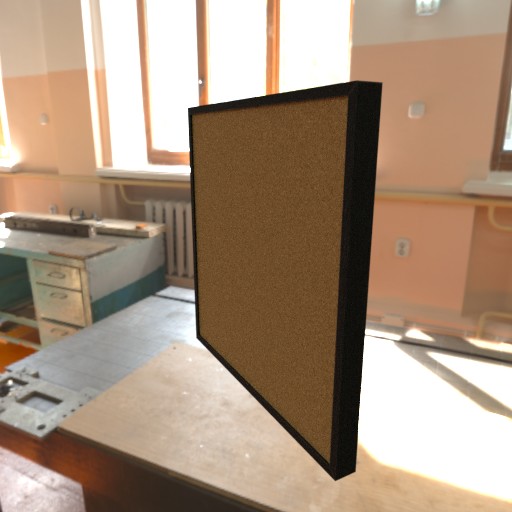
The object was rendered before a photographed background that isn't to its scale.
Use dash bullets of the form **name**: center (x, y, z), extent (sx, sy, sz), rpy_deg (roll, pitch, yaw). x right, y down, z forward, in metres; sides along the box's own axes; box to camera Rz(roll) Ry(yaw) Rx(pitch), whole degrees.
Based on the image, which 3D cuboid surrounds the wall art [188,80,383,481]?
- **wall art**: center (0.000, 0.000, 0.754), extent (0.036, 0.506, 0.506), rpy_deg (-8, 17, -28)
